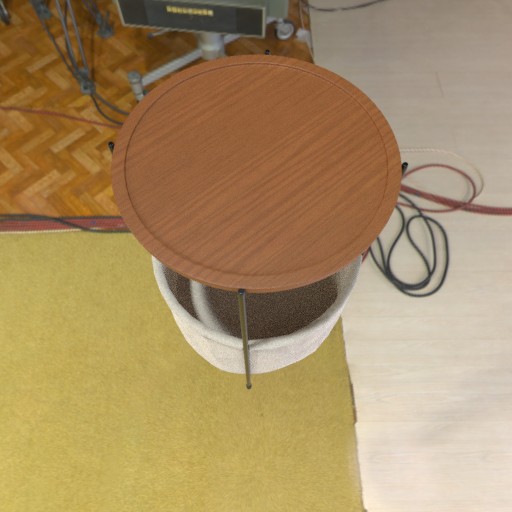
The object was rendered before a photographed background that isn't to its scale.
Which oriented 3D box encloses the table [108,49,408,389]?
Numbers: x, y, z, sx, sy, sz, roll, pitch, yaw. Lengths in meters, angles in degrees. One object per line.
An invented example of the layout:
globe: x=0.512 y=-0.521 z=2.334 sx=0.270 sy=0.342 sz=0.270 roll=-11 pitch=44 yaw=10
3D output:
table: x=0.000 y=0.000 z=0.871 sx=0.393 sy=0.623 sz=0.393 roll=-37 pitch=69 yaw=-16
